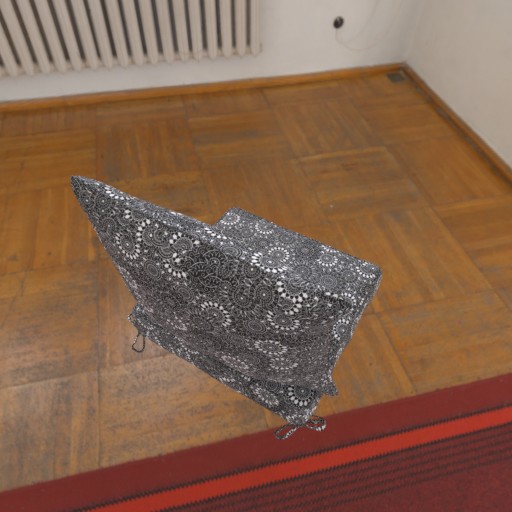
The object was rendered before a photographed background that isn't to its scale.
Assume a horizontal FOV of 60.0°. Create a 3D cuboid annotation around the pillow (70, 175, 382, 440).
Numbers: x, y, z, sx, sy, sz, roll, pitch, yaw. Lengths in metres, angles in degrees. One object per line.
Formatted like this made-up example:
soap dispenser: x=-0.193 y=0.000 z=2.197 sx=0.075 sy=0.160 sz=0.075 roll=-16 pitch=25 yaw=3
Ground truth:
pillow: x=0.000 y=0.000 z=1.403 sx=0.798 sy=0.722 sz=0.740 roll=24 pitch=52 yaw=20
